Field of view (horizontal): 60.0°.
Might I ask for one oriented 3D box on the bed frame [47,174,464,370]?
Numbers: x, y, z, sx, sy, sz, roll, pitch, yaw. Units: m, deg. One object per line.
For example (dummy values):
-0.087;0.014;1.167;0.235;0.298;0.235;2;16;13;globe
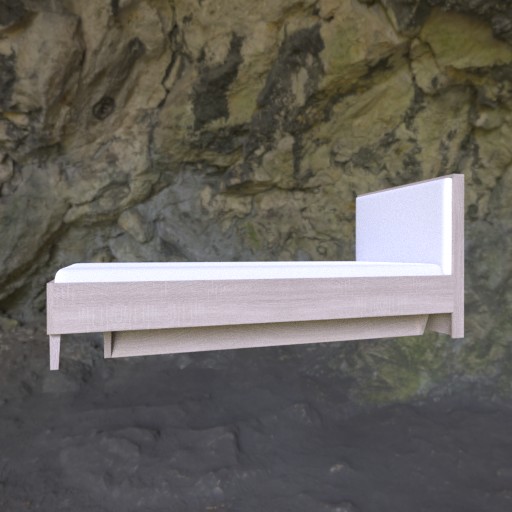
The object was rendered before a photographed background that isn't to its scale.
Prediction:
0.000;0.000;2.614;2.140;0.920;0.990;0;0;-19;bed frame
